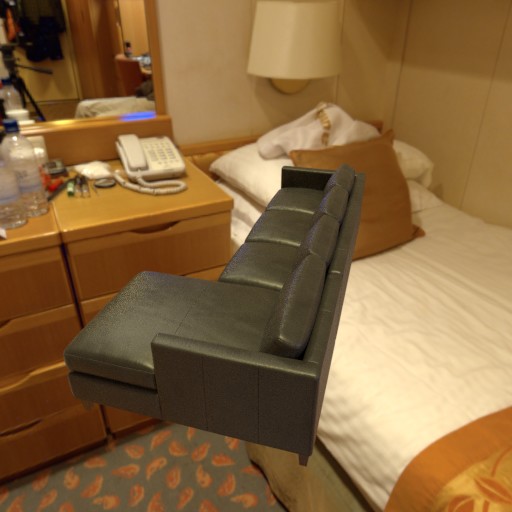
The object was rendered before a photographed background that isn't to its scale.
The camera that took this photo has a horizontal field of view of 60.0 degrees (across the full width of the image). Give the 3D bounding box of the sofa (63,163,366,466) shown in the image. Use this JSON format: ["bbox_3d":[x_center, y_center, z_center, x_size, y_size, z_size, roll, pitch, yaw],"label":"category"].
[{"bbox_3d":[0.000,0.000,3.854,1.581,0.883,3.203,8,31,14],"label":"sofa"}]
